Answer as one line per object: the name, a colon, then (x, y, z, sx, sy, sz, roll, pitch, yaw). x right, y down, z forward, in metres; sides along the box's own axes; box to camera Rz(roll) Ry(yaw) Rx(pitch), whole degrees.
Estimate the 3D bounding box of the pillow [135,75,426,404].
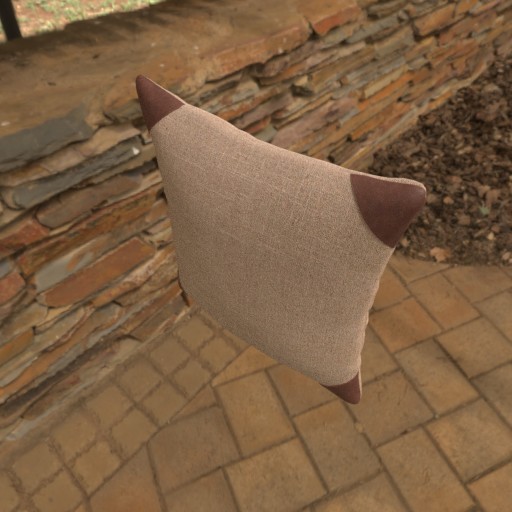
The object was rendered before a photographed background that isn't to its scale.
pillow: (0.000, 0.000, 0.685, 0.437, 0.448, 0.147, 29, 52, 25)
